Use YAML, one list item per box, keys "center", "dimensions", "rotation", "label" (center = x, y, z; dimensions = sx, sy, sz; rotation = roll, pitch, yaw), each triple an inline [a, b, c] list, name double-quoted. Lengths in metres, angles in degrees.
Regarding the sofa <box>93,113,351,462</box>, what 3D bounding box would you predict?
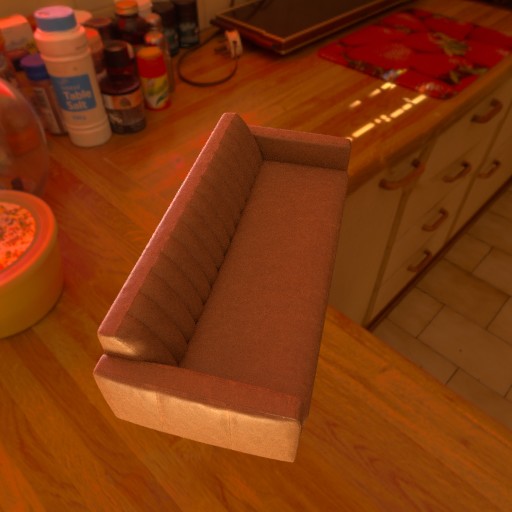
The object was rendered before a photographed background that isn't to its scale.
- center: [0.000, 0.000, 2.828]
  dimensions: [0.990, 0.821, 2.291]
  rotation: [10, 48, 9]
  label: "sofa"
